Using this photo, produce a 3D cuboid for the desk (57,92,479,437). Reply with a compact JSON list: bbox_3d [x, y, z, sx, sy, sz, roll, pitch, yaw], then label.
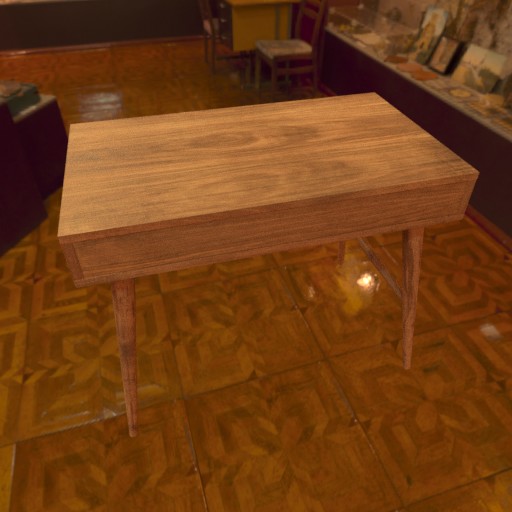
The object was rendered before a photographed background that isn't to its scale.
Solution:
[{"bbox_3d":[0.000,0.000,1.403,0.949,0.758,0.588,-10,41,-12],"label":"desk"}]
